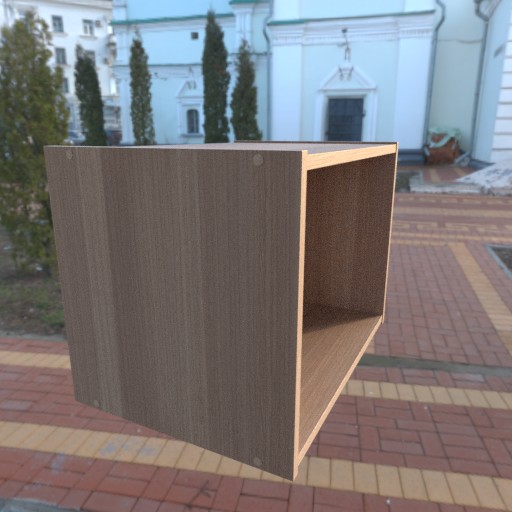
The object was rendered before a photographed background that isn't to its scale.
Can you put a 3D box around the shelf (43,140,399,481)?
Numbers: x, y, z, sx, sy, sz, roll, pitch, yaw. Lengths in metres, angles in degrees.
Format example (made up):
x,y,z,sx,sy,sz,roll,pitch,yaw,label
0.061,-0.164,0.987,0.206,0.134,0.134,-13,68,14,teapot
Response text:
x,y,z,sx,sy,sz,roll,pitch,yaw,label
0.000,0.000,0.620,0.290,0.305,0.415,8,17,26,shelf
